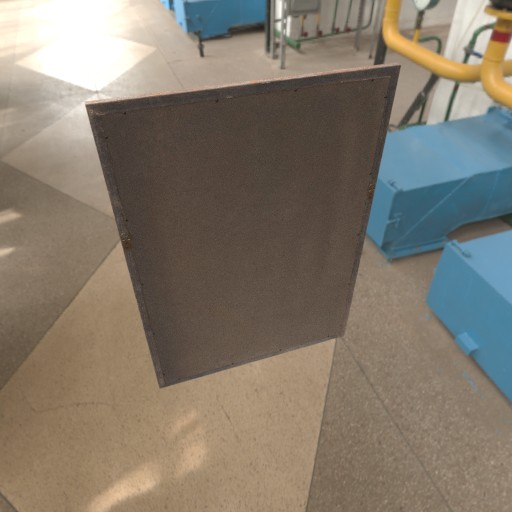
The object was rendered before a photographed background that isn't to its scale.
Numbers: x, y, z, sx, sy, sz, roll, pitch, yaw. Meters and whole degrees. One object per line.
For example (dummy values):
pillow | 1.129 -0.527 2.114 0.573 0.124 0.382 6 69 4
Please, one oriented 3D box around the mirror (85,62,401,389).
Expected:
mirror | 0.000 0.000 1.278 0.705 0.996 0.025 -13 43 -14
